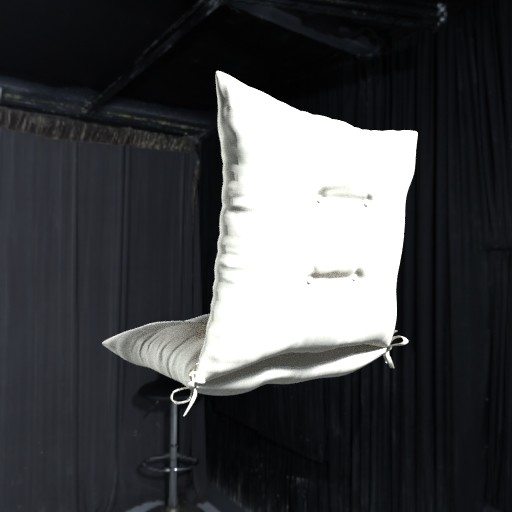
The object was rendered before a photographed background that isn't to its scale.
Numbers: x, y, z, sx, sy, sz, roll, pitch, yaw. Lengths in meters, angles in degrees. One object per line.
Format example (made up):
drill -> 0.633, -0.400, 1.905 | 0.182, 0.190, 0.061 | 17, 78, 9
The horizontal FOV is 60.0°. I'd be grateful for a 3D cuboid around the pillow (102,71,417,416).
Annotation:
pillow -> 0.000, 0.000, 0.994 | 0.541, 0.536, 0.585 | 0, -1, -36
